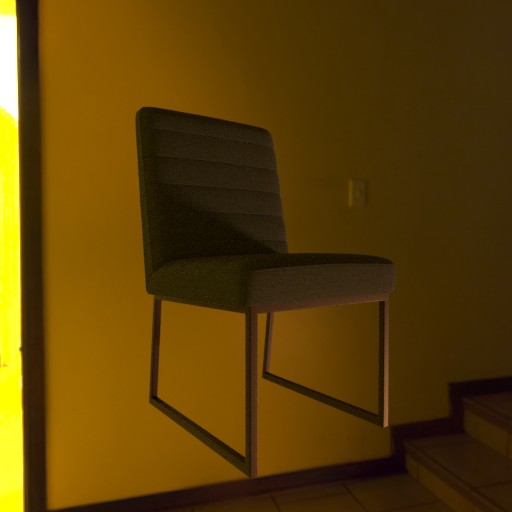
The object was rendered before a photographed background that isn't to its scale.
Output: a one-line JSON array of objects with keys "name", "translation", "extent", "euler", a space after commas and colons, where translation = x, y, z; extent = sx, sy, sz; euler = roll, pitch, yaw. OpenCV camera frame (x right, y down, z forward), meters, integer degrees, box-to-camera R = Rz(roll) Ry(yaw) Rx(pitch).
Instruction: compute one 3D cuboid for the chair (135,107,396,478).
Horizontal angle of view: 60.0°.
[{"name": "chair", "translation": [0.000, 0.000, 1.311], "extent": [0.520, 0.930, 0.634], "euler": [-1, 2, -36]}]
